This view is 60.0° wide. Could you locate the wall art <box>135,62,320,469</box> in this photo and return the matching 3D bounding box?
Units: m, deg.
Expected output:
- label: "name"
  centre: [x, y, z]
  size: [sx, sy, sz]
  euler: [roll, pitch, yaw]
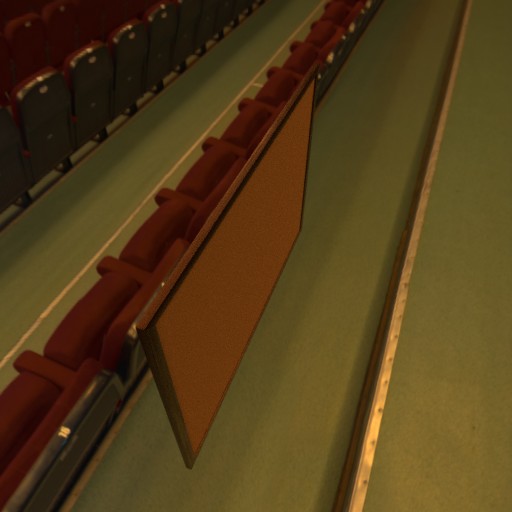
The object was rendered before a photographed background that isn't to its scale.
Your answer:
- label: "wall art"
  centre: [0.000, 0.000, 1.027]
  size: [0.014, 0.559, 0.816]
  euler: [16, 50, 14]
